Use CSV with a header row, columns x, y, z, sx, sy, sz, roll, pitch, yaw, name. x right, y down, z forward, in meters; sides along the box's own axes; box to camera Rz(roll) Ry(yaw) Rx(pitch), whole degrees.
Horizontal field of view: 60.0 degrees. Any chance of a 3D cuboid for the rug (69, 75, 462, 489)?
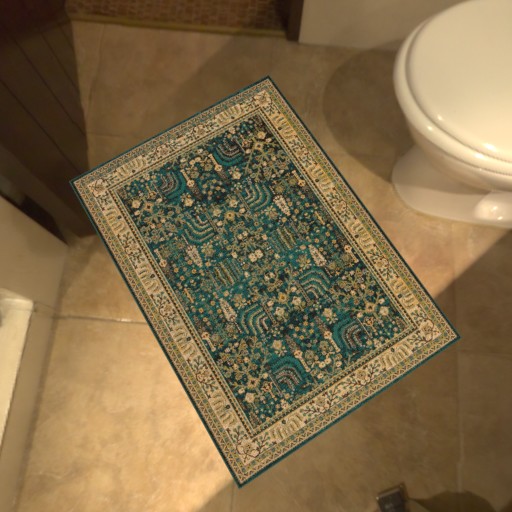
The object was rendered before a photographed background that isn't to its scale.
x,y,z,sx,sy,sz,roll,pitch,yaw,name
0.000,0.000,2.851,1.594,0.013,2.213,-31,77,-8,rug
